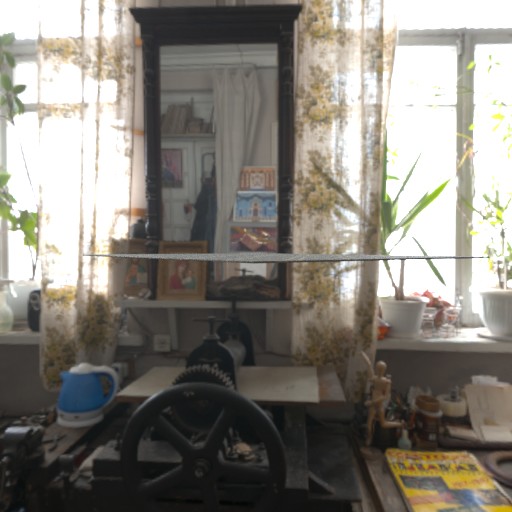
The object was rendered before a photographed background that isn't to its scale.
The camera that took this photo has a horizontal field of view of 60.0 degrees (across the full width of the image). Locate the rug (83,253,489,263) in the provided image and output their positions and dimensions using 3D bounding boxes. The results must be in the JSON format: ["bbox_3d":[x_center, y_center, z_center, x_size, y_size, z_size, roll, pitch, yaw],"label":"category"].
[{"bbox_3d":[0.000,0.000,4.384,2.438,0.013,3.353,-1,1,-36],"label":"rug"}]
